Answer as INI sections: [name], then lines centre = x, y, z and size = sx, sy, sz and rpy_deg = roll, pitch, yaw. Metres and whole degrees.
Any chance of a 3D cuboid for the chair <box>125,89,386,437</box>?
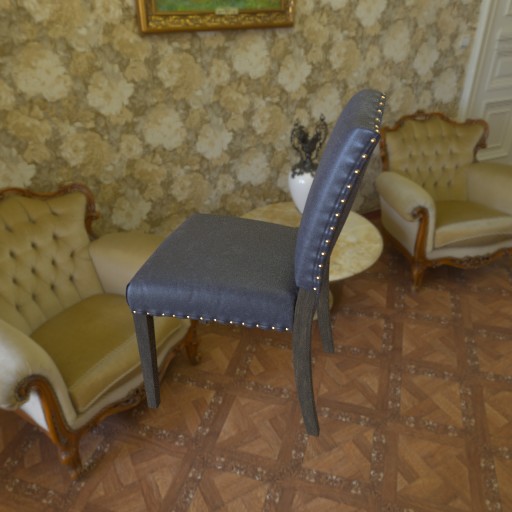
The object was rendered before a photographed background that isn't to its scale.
[chair]
centre = 0.000, 0.000, 1.354
size = 0.633, 0.991, 0.500
rpy_deg = 8, 31, 13
